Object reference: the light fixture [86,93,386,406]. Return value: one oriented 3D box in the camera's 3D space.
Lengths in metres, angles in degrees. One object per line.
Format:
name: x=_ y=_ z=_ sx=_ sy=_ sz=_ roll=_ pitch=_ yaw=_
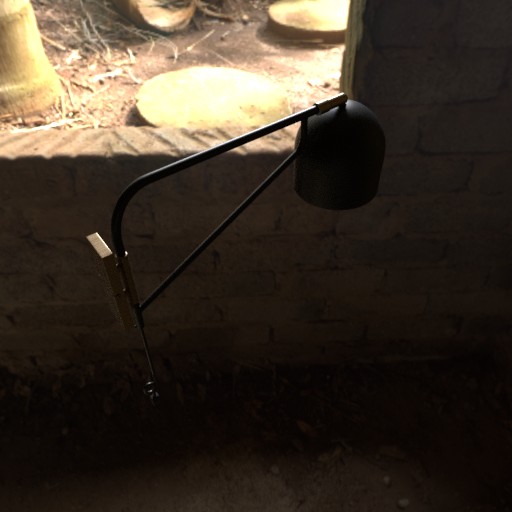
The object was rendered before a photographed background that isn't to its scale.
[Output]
light fixture: x=0.000 y=0.000 z=1.092 sx=0.720 sy=0.696 sz=0.215 roll=-27 pitch=49 yaw=-26
